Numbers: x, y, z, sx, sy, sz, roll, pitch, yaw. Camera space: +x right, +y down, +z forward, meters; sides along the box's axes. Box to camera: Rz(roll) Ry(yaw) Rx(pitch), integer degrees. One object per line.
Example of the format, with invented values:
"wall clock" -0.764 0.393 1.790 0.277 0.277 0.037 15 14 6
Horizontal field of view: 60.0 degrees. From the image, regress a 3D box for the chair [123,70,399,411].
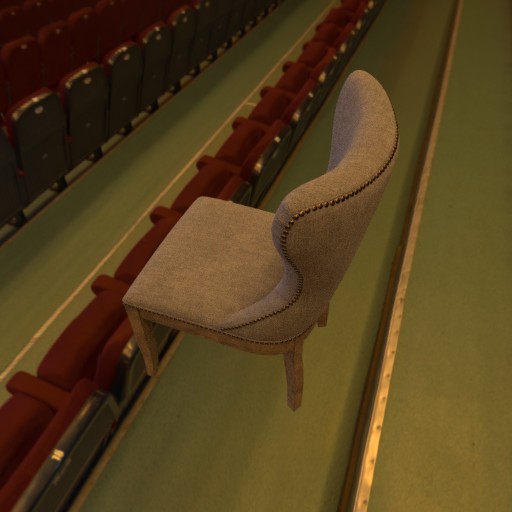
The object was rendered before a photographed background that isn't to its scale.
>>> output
"chair" 0.000 0.000 1.398 0.681 1.002 0.654 15 47 14
